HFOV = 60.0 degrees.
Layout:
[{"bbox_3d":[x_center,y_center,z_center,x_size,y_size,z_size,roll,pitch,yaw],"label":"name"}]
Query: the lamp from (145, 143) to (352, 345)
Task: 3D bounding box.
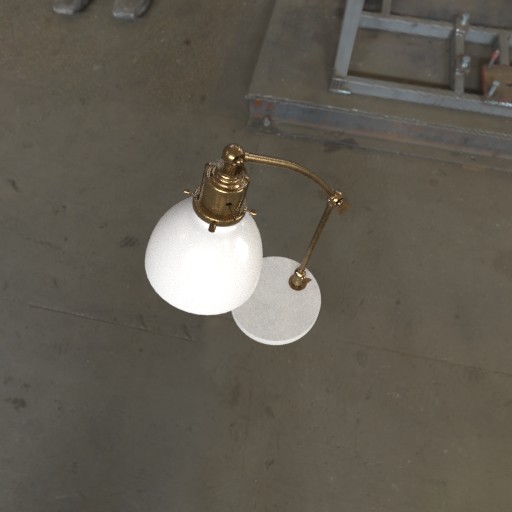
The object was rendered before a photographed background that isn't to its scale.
[{"bbox_3d":[0.000,0.000,0.681,0.317,0.522,0.186,-30,67,-14],"label":"lamp"}]
